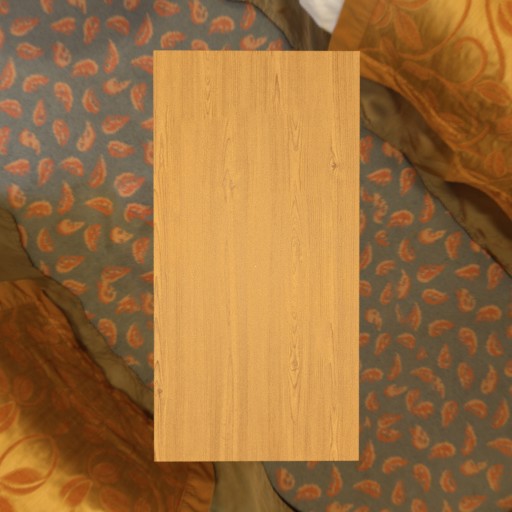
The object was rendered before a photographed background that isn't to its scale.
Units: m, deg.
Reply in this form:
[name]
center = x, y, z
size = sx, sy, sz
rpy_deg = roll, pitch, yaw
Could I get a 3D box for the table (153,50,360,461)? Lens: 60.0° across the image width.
[table]
center = 0.000, 0.000, 2.315
size = 0.901, 0.750, 1.797
rpy_deg = 0, 91, 0
